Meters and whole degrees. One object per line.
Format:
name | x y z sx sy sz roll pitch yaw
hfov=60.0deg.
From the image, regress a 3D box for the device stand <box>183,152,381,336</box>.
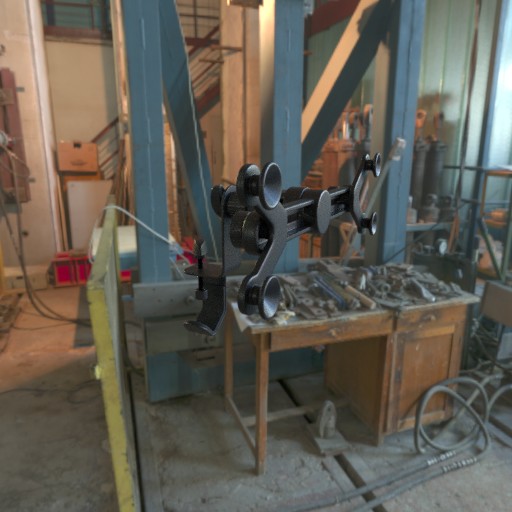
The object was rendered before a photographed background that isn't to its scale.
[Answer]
device stand | 0.000 0.000 0.371 0.142 0.166 0.270 7 16 26
